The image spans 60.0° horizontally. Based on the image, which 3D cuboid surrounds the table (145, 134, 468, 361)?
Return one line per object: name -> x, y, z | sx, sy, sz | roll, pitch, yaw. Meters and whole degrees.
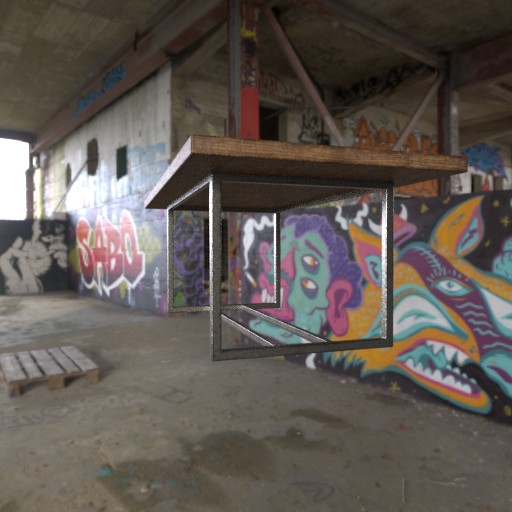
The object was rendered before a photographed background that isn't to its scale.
table -> 0.000, 0.000, 2.497 | 1.078, 0.795, 1.989 | 0, 1, -18
